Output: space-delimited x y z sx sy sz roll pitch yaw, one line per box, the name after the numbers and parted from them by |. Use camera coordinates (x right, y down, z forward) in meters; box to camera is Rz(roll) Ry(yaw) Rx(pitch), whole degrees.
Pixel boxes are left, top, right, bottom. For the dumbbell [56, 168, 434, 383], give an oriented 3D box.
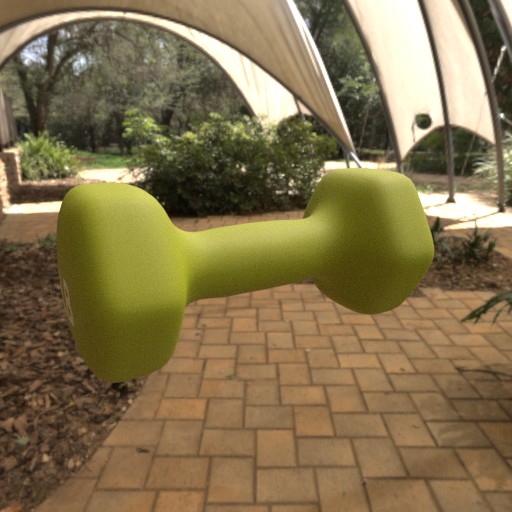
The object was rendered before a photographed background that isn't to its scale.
0.000 0.000 0.202 0.164 0.072 0.080 -9 19 -27 | dumbbell
